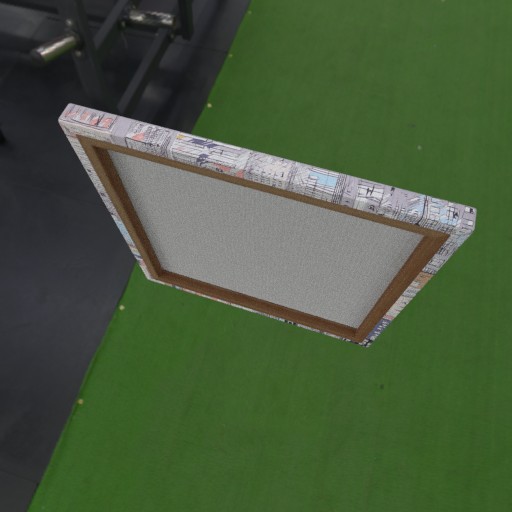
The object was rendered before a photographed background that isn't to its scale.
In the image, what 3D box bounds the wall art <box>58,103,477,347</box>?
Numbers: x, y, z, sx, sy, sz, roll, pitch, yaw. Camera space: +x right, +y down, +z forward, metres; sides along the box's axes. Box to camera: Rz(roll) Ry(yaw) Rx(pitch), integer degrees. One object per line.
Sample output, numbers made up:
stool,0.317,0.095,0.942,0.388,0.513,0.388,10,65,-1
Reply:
wall art,0.000,0.000,1.120,0.761,0.762,0.048,16,65,8
